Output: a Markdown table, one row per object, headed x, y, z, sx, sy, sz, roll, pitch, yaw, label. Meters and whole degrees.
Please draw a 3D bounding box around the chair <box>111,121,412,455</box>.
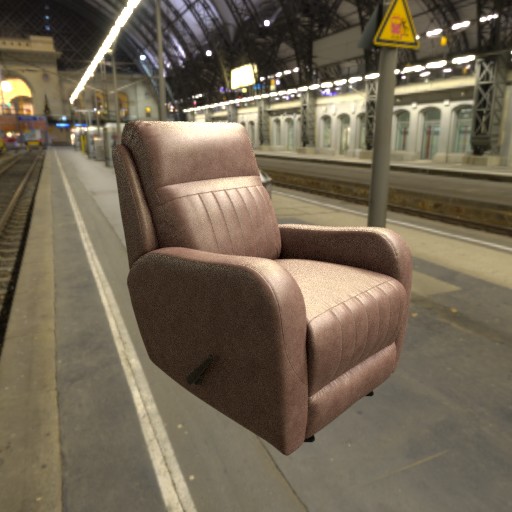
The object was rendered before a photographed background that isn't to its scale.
| x | y | z | sx | sy | sz | roll | pitch | yaw | label |
| --- | --- | --- | --- | --- | --- | --- | --- | --- | --- |
| 0.000 | 0.000 | 1.802 | 1.067 | 1.067 | 0.865 | 14 | 21 | 43 | chair |
